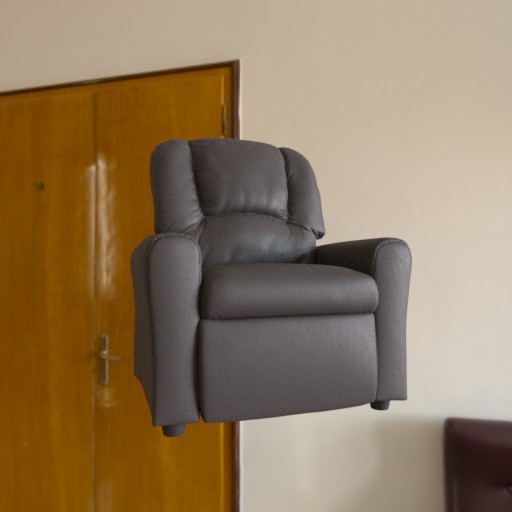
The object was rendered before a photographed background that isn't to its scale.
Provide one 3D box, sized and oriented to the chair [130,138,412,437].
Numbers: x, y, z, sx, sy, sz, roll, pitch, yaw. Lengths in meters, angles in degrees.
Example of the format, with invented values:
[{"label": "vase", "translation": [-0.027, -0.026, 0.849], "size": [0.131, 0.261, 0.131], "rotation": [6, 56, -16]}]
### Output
[{"label": "chair", "translation": [0.000, 0.000, 1.134], "size": [0.610, 0.709, 0.521], "rotation": [0, -1, -19]}]
